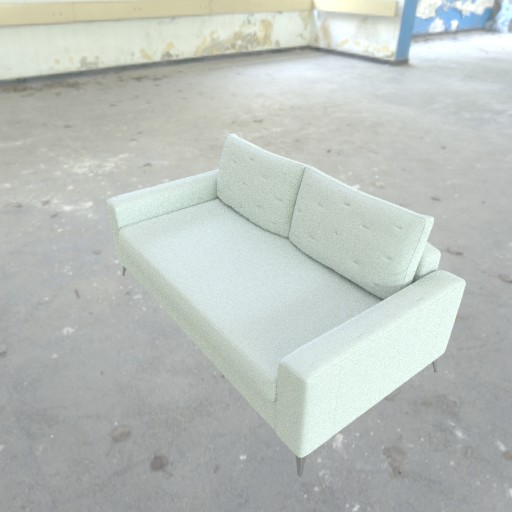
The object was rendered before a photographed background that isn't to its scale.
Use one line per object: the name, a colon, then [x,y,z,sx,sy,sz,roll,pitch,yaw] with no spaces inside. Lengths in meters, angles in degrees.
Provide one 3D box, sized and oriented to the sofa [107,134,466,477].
sofa: [0.000,0.000,2.175,0.920,0.790,1.650,-22,38,-31]
